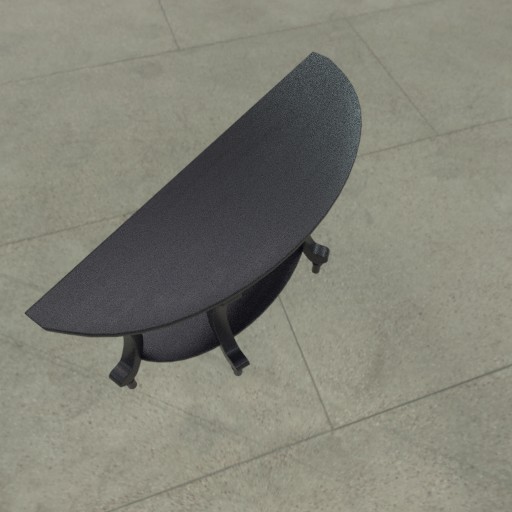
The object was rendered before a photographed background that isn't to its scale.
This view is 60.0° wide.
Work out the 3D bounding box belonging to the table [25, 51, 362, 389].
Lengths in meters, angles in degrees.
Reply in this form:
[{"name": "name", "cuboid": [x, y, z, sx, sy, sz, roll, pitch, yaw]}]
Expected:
[{"name": "table", "cuboid": [0.000, 0.000, 1.468, 0.394, 0.692, 1.198, 32, 63, 18]}]
